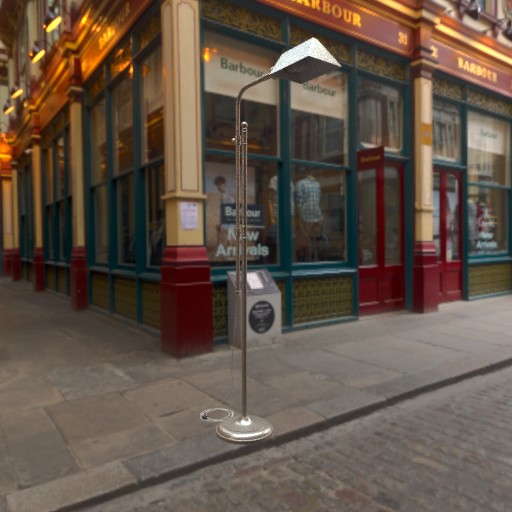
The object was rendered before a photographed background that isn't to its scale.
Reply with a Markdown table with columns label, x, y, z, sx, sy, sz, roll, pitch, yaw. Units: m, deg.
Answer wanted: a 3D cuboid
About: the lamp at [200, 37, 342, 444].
| label | x | y | z | sx | sy | sz | roll | pitch | yaw |
| --- | --- | --- | --- | --- | --- | --- | --- | --- | --- |
| lamp | 0.000 | 0.000 | 1.883 | 0.256 | 1.571 | 0.813 | -1 | 2 | -36 |
